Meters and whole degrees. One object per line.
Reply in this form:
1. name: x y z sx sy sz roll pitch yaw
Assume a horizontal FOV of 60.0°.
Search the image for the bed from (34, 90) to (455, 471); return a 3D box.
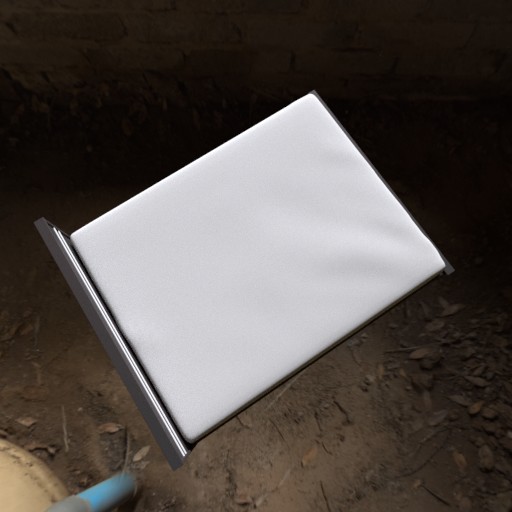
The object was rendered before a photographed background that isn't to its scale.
1. bed: 0.000 0.000 3.011 2.103 0.808 1.634 -32 78 -7
